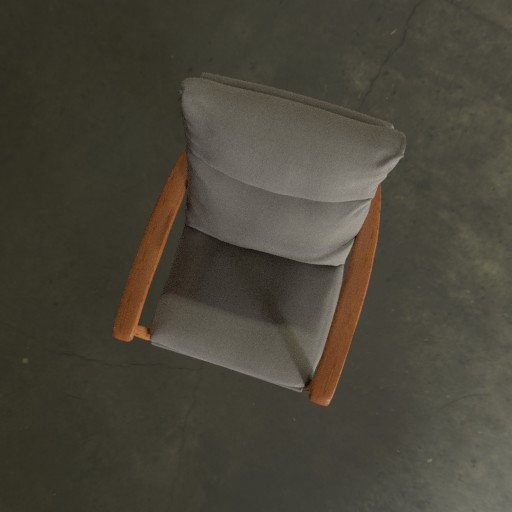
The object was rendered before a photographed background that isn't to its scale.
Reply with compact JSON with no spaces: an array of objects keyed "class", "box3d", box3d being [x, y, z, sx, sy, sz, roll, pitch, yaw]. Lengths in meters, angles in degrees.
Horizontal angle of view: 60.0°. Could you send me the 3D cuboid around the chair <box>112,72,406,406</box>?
[{"class":"chair","box3d":[0.000,0.000,1.545,0.782,0.922,0.816,17,76,4]}]
